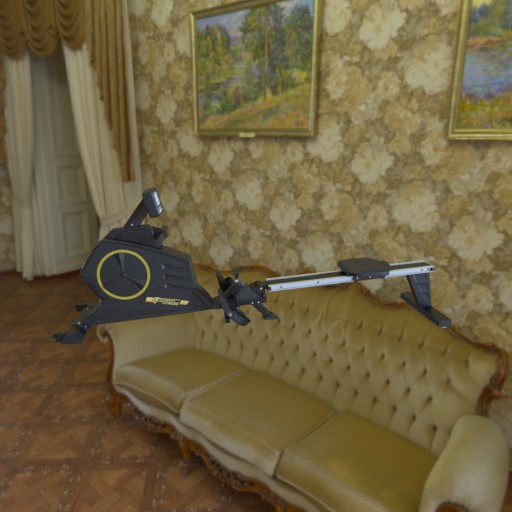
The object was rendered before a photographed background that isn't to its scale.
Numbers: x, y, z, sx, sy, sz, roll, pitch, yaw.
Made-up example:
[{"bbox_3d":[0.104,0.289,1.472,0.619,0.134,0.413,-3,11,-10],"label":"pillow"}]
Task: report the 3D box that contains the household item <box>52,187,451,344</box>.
[{"bbox_3d":[0.000,0.000,2.637,2.251,0.810,0.521,-2,14,-7],"label":"household item"}]
